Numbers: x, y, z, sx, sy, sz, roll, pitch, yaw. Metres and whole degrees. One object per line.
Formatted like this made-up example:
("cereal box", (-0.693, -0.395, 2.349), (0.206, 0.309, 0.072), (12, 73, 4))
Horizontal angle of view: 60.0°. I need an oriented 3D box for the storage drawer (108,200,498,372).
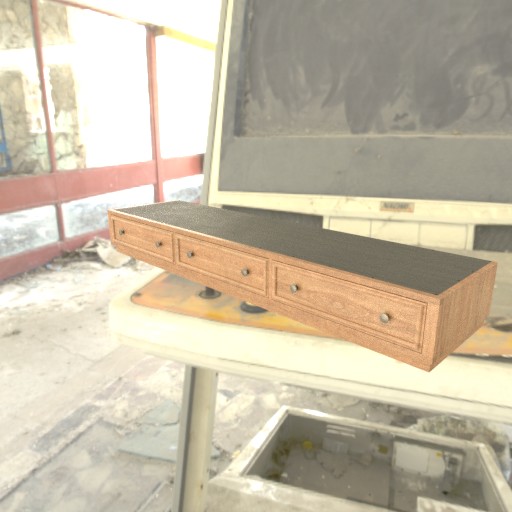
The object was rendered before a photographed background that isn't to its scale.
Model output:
("storage drawer", (0.000, 0.000, 2.207), (2.032, 0.264, 0.538), (16, 23, 42))
